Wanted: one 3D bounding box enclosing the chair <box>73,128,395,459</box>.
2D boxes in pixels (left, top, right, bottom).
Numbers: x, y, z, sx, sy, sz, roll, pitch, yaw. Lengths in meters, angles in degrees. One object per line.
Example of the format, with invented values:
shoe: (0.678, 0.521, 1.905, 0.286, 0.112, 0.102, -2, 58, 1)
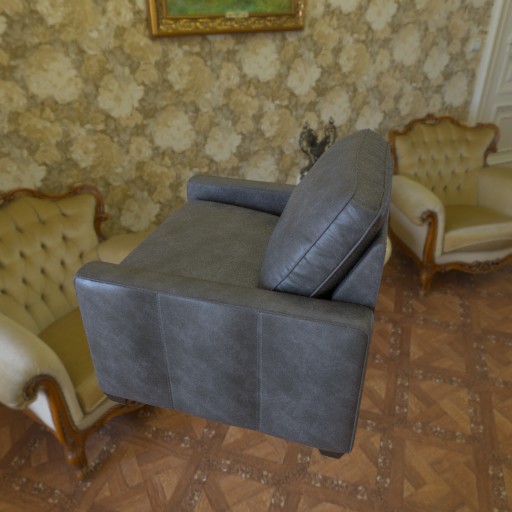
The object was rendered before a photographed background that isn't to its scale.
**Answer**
chair: (0.000, 0.000, 1.742, 0.939, 0.916, 1.006, 9, 31, 14)
